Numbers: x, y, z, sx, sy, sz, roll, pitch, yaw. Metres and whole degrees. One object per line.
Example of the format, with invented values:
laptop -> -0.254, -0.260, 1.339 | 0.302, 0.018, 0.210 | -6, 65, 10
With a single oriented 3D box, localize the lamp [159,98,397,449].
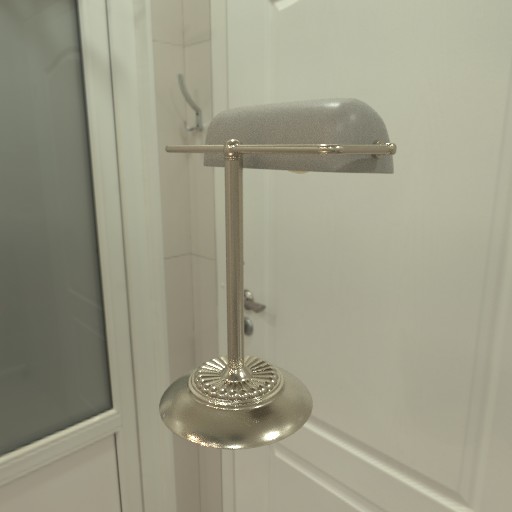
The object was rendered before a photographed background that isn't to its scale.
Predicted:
lamp -> 0.000, 0.000, 0.505 | 0.243, 0.339, 0.264 | -13, 19, -42
